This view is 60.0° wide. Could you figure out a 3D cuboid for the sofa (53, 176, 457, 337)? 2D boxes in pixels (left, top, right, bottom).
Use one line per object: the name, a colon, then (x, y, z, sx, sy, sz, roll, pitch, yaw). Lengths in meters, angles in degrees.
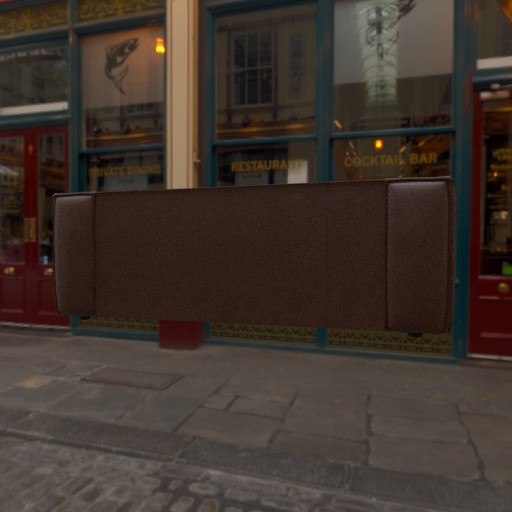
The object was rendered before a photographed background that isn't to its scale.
sofa: (0.000, 0.000, 2.633, 2.088, 0.703, 1.102, 0, 1, 17)
